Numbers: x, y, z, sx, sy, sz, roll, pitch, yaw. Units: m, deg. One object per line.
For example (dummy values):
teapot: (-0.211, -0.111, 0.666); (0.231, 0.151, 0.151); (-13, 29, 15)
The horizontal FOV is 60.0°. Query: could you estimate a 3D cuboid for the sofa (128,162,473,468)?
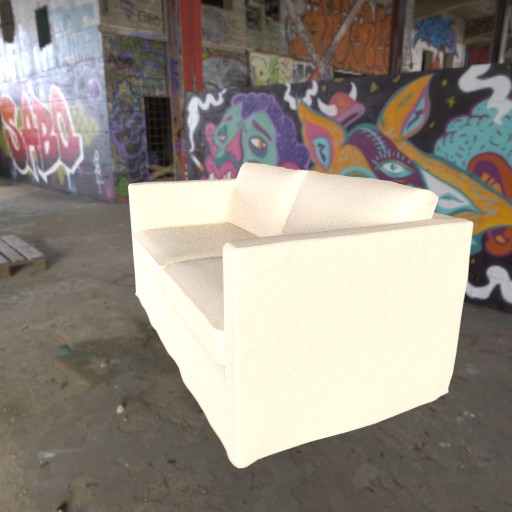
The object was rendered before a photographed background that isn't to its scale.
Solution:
sofa: (0.000, 0.000, 2.219); (0.962, 0.834, 1.746); (-7, 17, -24)
